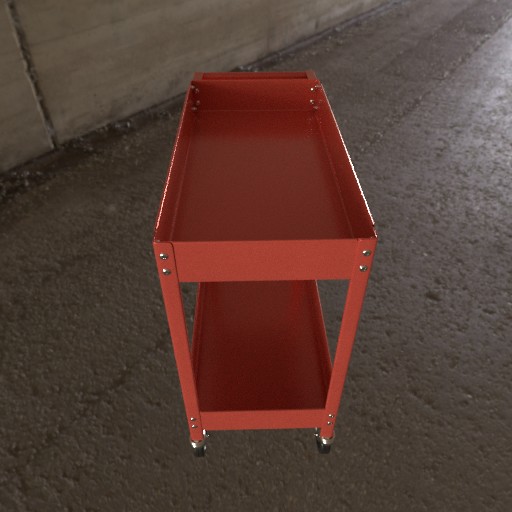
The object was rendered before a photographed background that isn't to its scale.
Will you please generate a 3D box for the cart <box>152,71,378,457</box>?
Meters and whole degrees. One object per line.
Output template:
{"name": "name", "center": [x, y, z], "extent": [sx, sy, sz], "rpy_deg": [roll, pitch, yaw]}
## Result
{"name": "cart", "center": [0.000, 0.000, 1.174], "extent": [0.366, 0.719, 0.779], "rpy_deg": [-1, 41, -1]}
